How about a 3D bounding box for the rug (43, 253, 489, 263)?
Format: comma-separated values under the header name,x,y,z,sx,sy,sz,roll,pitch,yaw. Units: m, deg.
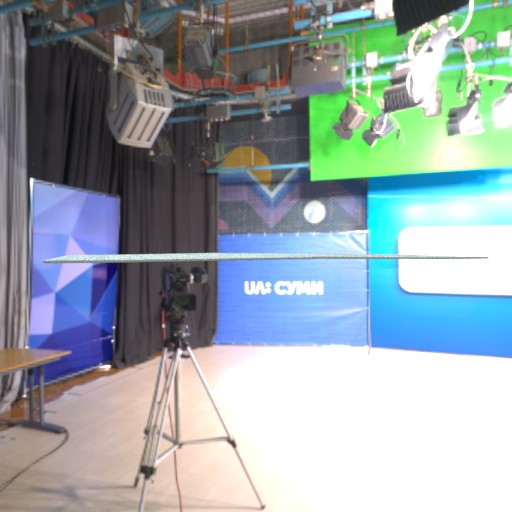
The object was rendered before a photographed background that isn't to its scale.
name,x,y,z,sx,sy,sz,roll,pitch,yaw
rug,0.000,0.000,2.284,1.853,0.022,1.174,0,1,-18
